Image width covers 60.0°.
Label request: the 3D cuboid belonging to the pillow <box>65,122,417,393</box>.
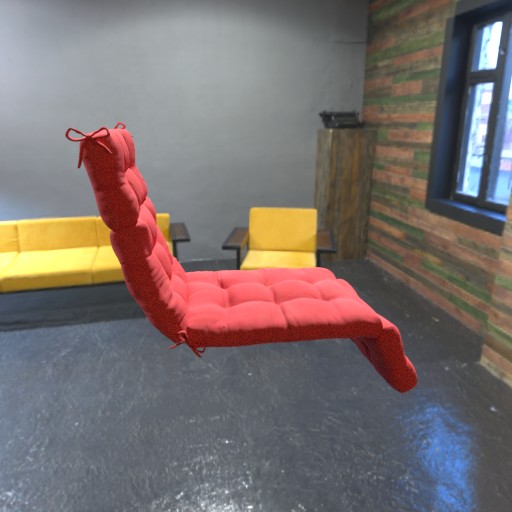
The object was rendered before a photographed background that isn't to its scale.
[{"bbox_3d":[0.000,0.000,1.491,1.016,0.863,0.526,-3,17,-10],"label":"pillow"}]
